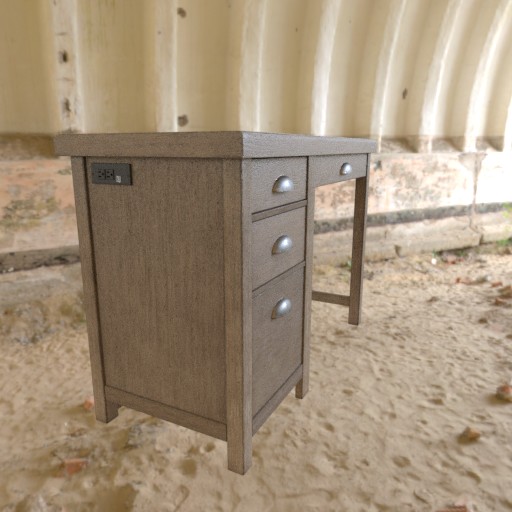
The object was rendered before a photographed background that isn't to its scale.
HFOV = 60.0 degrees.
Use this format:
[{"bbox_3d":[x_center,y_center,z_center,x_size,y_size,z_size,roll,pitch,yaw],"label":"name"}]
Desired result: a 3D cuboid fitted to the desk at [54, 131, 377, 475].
[{"bbox_3d":[0.000,0.000,1.766,0.610,0.912,1.289,7,15,27],"label":"desk"}]
